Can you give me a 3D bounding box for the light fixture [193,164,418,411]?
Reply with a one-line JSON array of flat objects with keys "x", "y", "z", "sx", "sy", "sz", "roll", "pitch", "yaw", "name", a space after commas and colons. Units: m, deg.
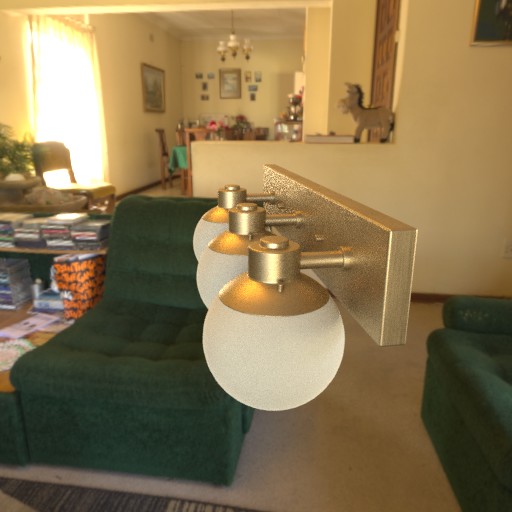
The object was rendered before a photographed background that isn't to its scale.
[{"x": 0.000, "y": 0.000, "z": 0.811, "sx": 0.218, "sy": 0.263, "sz": 0.721, "roll": -3, "pitch": 17, "yaw": -9, "name": "light fixture"}]
